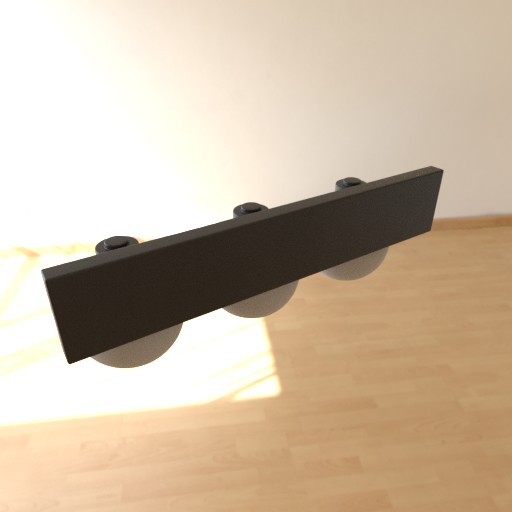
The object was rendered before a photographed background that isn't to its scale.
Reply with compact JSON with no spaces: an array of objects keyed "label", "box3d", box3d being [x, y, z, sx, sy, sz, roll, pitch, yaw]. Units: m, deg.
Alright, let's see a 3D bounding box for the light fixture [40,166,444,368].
[{"label":"light fixture","box3d":[0.000,0.000,0.826,0.721,0.263,0.218,-18,34,-28]}]
